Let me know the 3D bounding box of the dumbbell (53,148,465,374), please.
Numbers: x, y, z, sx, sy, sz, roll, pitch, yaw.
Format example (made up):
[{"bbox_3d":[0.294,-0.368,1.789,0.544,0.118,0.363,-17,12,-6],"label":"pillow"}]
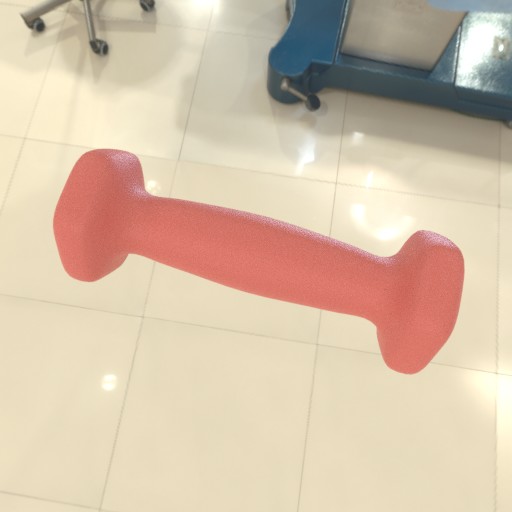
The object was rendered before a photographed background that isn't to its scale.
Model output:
[{"bbox_3d":[0.000,0.000,0.144,0.123,0.043,0.047,15,75,4],"label":"dumbbell"}]
